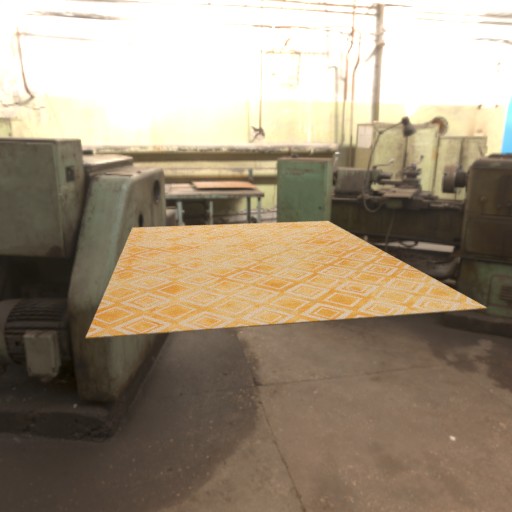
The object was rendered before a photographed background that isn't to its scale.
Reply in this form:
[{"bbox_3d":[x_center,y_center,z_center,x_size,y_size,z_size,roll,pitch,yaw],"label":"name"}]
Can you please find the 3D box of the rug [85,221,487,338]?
[{"bbox_3d":[0.000,0.000,4.040,2.433,0.011,3.037,-3,15,-10],"label":"rug"}]
